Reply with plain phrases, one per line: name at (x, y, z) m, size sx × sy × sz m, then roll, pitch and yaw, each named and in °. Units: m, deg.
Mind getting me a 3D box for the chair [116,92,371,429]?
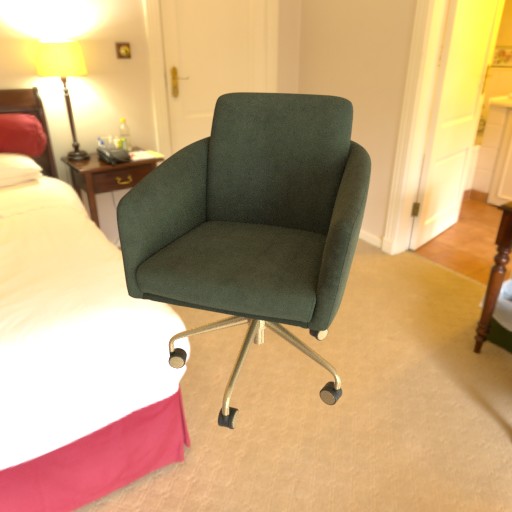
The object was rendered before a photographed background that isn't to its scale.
chair at (0.000, 0.000, 1.385) m, size 0.641 × 0.908 × 0.635 m, roll 8°, pitch 27°, yaw 17°
